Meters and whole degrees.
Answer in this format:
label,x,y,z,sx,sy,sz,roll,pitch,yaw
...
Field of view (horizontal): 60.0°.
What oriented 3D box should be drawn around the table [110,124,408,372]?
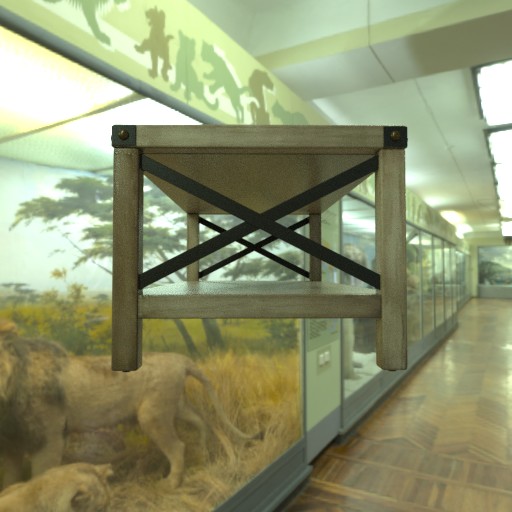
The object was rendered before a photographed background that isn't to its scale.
label,x,y,z,sx,sy,sz,roll,pitch,yaw
table,0.000,0.000,1.307,0.559,0.456,1.016,0,-2,-1
